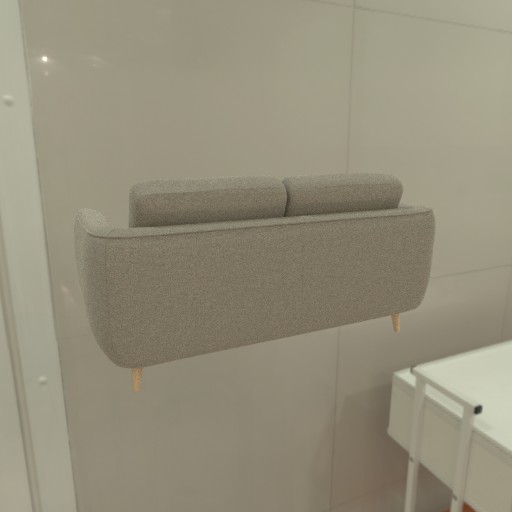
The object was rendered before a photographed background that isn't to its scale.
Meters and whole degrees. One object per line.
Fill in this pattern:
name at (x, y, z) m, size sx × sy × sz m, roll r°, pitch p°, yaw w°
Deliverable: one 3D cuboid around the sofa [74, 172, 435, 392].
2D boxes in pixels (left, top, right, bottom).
sofa at (0.000, 0.000, 2.274) m, size 1.700 × 0.850 × 0.920 m, roll -7°, pitch 15°, yaw -25°
